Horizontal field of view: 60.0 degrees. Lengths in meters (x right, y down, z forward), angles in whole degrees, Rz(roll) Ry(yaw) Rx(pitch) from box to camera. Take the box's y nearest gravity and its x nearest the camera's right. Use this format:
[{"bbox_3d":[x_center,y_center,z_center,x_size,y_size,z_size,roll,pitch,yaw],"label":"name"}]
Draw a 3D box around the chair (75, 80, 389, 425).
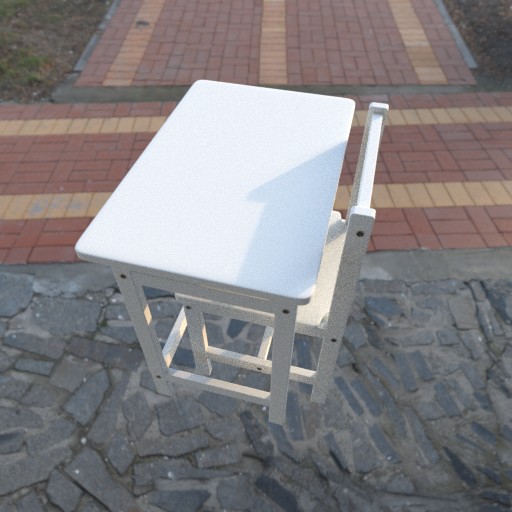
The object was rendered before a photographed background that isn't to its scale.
[{"bbox_3d":[0.000,0.000,1.066,0.461,0.673,0.599,11,49,10],"label":"chair"}]
